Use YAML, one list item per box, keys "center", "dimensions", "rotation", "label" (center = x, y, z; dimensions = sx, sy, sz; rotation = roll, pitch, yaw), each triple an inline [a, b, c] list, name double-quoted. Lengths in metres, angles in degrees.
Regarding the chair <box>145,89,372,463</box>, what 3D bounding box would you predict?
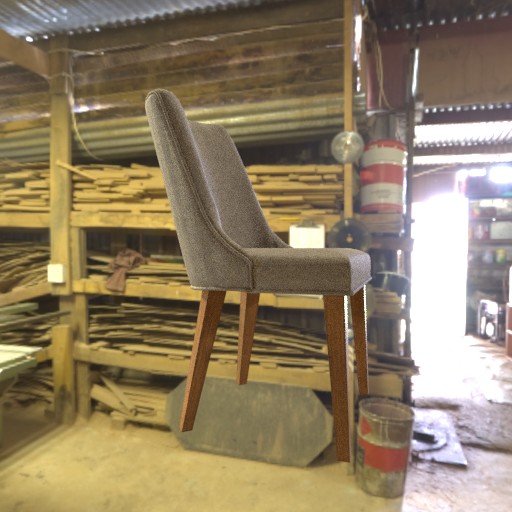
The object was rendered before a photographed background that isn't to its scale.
- center: [0.000, 0.000, 1.326]
  dimensions: [0.636, 0.916, 0.548]
  rotation: [0, 1, 19]
  label: "chair"
